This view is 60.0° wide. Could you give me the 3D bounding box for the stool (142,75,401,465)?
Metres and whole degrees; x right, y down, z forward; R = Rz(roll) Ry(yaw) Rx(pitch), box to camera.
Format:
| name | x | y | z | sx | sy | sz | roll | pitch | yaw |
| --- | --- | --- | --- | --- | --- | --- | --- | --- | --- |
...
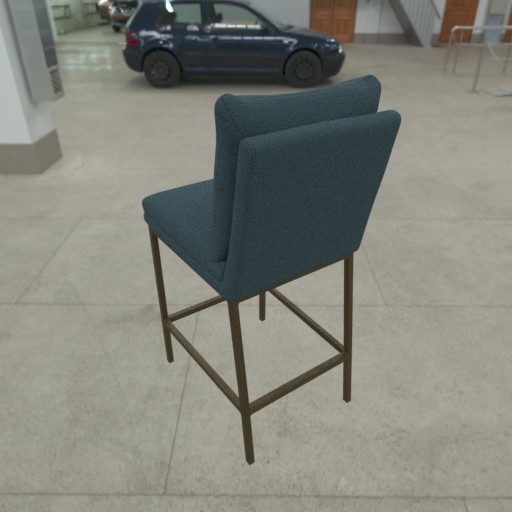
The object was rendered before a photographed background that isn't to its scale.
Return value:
| name | x | y | z | sx | sy | sz | roll | pitch | yaw |
| --- | --- | --- | --- | --- | --- | --- | --- | --- | --- |
| stool | 0.000 | 0.000 | 1.326 | 0.463 | 1.032 | 0.568 | -20 | 36 | -29 |
